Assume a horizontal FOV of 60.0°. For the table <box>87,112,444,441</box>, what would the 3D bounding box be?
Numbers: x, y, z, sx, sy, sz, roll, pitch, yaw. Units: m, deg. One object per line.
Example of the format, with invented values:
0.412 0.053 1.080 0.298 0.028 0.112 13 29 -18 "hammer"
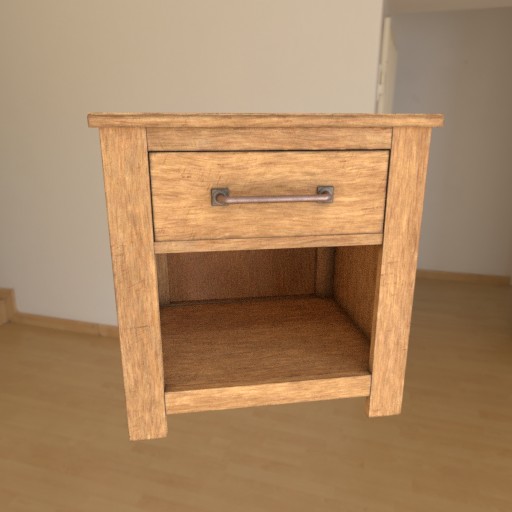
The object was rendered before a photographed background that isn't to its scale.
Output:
0.000 0.000 1.034 0.601 0.625 0.494 -2 17 -8 "table"
